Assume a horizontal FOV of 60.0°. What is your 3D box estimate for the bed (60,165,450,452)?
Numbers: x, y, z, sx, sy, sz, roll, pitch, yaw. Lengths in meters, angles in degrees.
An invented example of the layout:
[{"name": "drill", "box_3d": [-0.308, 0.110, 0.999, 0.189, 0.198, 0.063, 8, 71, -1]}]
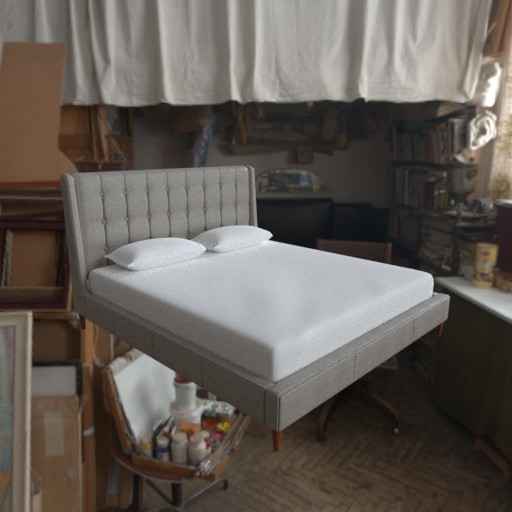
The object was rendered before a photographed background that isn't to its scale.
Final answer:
[{"name": "bed", "box_3d": [0.000, 0.000, 3.549, 2.342, 1.289, 2.062, 14, 19, 43]}]
